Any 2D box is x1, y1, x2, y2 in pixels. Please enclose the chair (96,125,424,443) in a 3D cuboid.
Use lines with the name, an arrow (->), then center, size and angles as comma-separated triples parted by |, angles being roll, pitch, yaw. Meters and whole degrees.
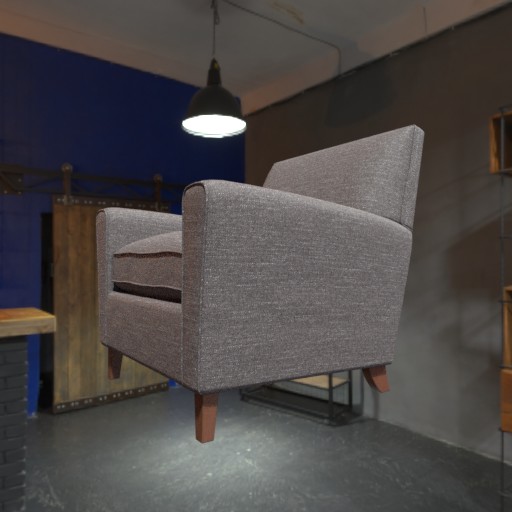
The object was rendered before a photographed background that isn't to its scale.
chair -> 0.000, 0.000, 1.566 | 0.875, 0.885, 0.838 | 0, 0, -36
